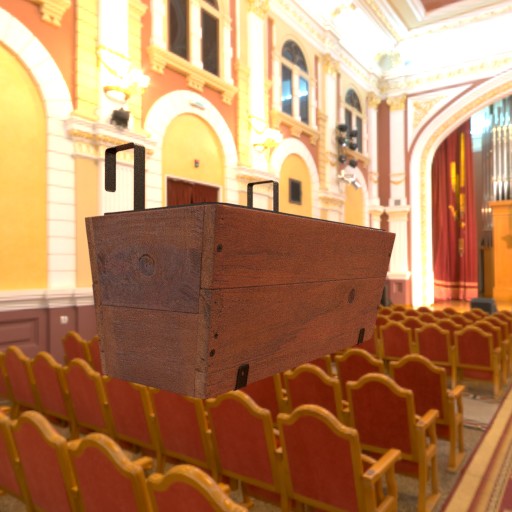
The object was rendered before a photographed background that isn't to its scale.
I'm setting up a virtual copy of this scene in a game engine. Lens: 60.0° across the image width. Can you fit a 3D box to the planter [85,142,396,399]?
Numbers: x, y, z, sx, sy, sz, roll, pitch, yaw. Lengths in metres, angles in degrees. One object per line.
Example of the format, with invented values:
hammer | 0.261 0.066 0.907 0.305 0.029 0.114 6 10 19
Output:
planter | 0.000 0.000 0.660 0.262 0.289 0.480 -1 -1 36
